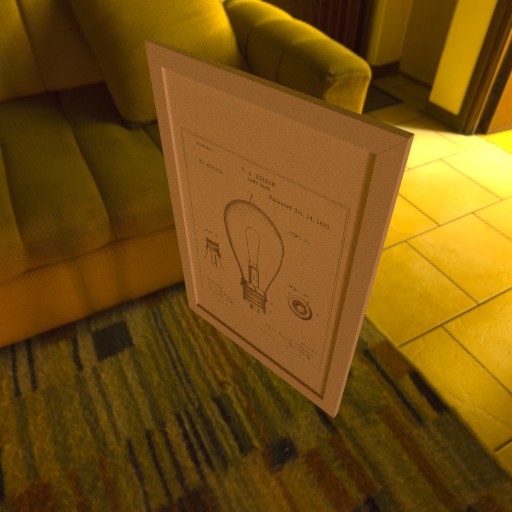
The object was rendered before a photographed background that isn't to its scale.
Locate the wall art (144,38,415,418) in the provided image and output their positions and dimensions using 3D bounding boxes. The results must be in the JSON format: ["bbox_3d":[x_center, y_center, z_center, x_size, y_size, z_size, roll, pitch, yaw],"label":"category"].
[{"bbox_3d":[0.000,0.000,0.589,0.325,0.474,0.010,32,53,28],"label":"wall art"}]
